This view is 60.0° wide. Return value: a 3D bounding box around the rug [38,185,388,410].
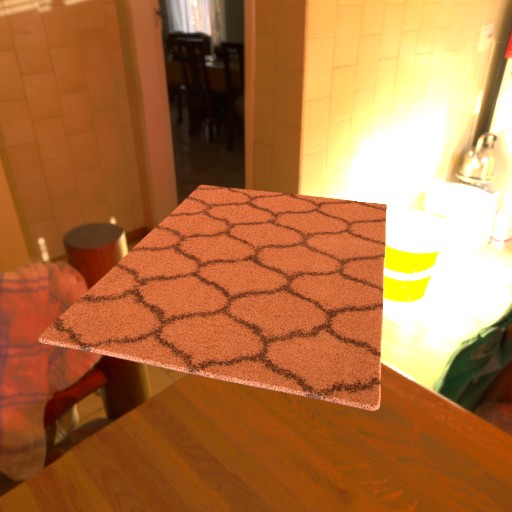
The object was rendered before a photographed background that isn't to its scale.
[{"bbox_3d":[0.000,0.000,2.123,1.200,0.025,1.600,8,31,13],"label":"rug"}]
